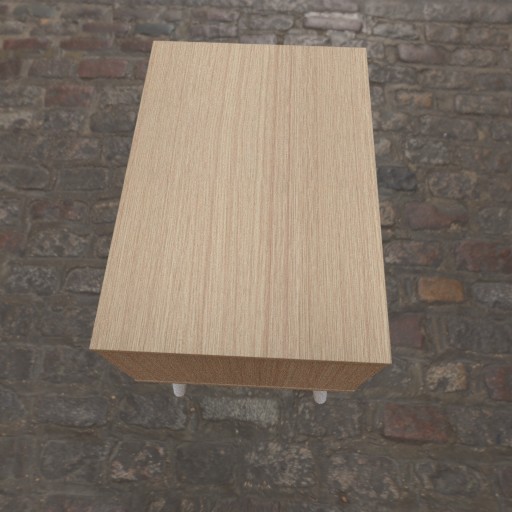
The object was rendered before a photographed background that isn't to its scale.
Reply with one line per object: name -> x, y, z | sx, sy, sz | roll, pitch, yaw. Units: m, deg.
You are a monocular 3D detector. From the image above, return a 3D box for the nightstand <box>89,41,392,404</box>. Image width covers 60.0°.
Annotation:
nightstand -> 0.000, 0.000, 0.967 | 0.407, 0.610, 0.571 | 2, 65, 1
